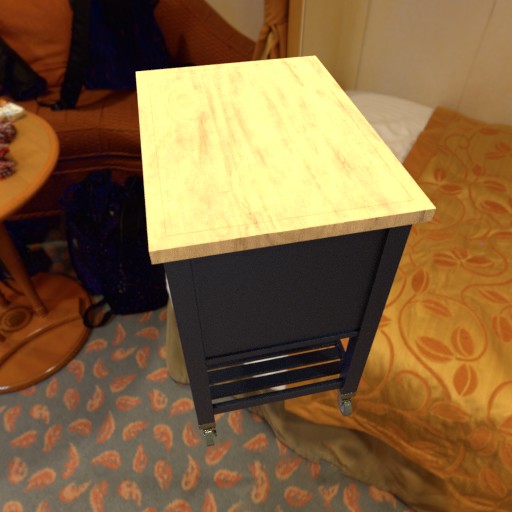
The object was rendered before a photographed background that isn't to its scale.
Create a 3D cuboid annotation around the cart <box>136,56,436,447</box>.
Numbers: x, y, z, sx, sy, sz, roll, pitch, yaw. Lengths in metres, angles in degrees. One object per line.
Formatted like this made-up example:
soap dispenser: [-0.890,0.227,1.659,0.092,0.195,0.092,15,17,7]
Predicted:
cart: [0.000,0.000,1.436,0.567,0.920,0.797,-9,46,-9]
